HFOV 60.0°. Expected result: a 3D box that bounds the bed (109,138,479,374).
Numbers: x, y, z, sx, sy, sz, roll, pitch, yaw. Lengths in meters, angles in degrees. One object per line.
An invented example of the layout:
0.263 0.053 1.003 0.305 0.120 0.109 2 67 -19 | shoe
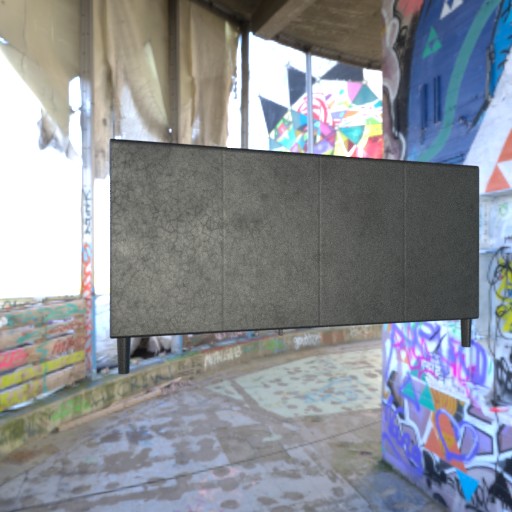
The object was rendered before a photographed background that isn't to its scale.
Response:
0.000 0.000 3.263 2.018 1.046 2.152 0 0 -18 | bed
